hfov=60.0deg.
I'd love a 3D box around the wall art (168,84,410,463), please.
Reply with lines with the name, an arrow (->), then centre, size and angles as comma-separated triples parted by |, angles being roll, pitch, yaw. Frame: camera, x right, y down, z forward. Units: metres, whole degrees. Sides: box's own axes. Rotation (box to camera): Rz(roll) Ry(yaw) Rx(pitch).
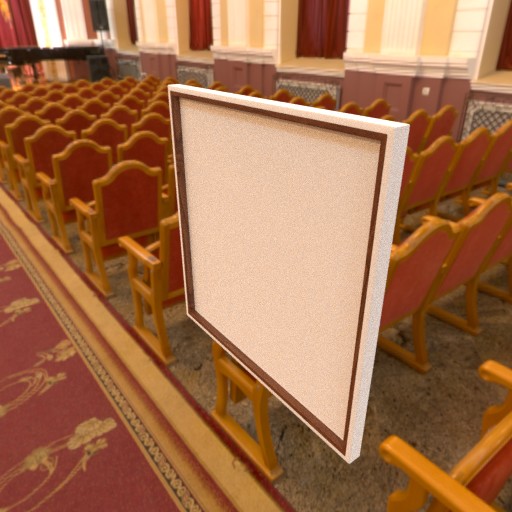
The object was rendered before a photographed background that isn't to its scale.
wall art -> 0.000, 0.000, 1.126 | 0.037, 0.757, 0.757 | -19, 32, -33
